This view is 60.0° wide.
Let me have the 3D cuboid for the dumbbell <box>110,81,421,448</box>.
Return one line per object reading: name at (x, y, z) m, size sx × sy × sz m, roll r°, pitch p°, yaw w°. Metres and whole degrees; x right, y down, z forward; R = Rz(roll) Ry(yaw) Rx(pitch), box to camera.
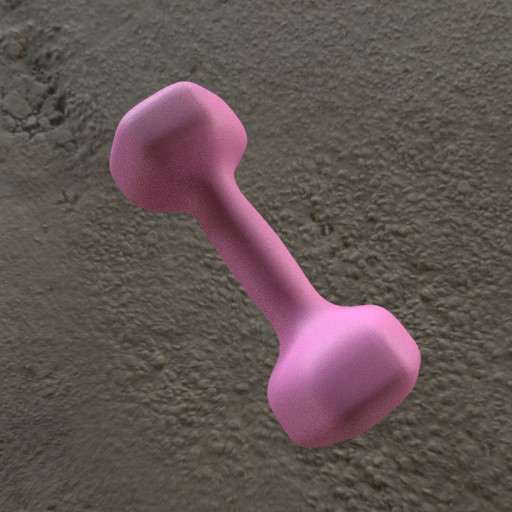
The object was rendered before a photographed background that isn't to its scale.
dumbbell at (0.000, 0.000, 0.189) m, size 0.064 × 0.058 × 0.159 m, roll -34°, pitch 78°, yaw -8°
